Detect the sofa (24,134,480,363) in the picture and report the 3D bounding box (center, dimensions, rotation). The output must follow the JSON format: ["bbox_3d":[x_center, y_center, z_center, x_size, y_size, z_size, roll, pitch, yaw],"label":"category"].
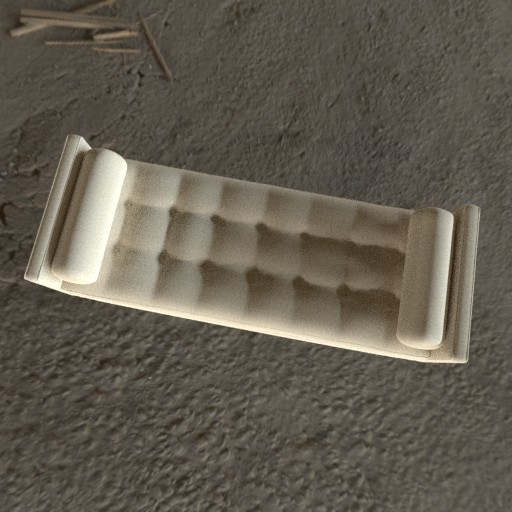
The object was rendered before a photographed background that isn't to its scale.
[{"bbox_3d":[0.000,0.000,2.293,1.985,0.641,0.746,10,78,2],"label":"sofa"}]
